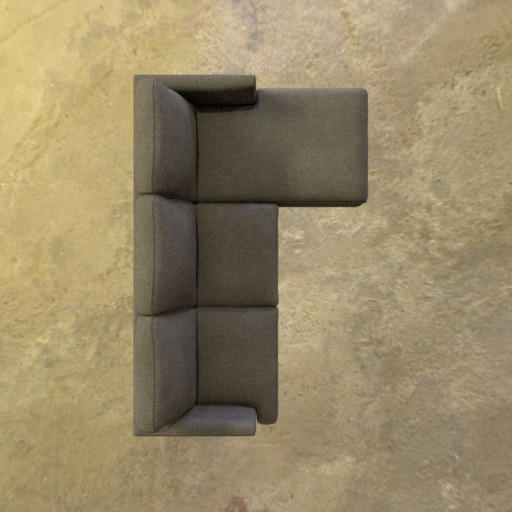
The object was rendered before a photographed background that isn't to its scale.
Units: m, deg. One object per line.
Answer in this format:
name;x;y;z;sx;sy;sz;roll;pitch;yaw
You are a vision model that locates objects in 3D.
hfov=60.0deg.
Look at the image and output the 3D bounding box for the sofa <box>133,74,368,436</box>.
sofa;0.000;0.000;2.922;1.504;0.956;2.233;0;90;0
